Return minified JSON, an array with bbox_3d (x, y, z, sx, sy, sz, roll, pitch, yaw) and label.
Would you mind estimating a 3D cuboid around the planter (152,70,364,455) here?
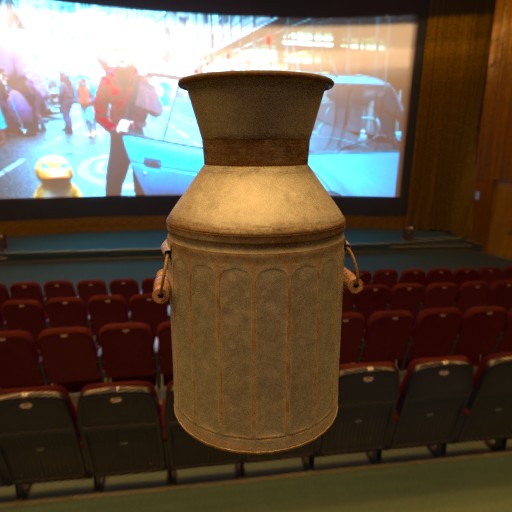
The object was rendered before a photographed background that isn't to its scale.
[{"bbox_3d":[0.000,0.000,0.537,0.245,0.396,0.214,-2,15,-9],"label":"planter"}]
